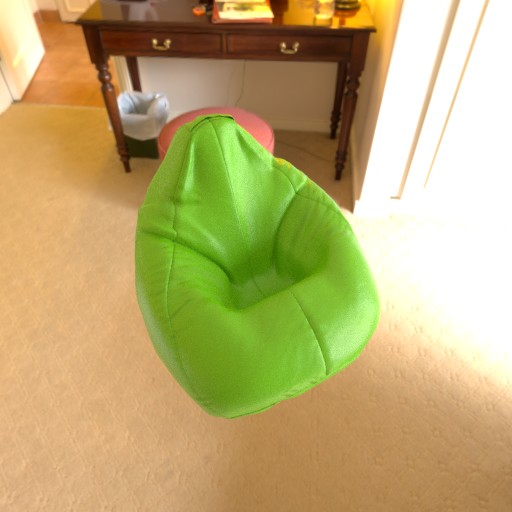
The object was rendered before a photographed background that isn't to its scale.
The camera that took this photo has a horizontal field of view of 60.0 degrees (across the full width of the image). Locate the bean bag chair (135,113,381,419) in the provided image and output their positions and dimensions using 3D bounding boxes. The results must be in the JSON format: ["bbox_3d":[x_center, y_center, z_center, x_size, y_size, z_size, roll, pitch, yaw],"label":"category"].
[{"bbox_3d":[0.000,0.000,1.945,1.070,0.990,1.070,-24,51,-22],"label":"bean bag chair"}]
